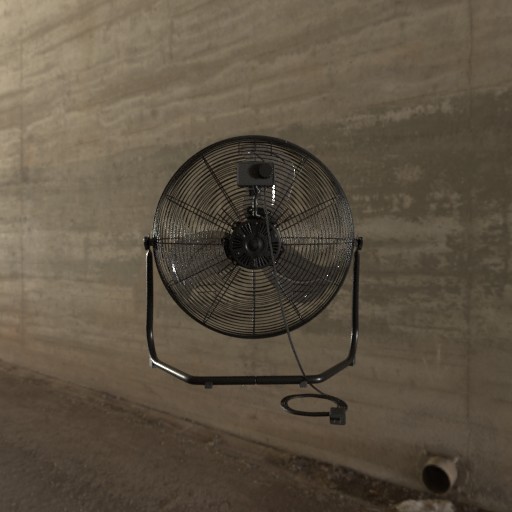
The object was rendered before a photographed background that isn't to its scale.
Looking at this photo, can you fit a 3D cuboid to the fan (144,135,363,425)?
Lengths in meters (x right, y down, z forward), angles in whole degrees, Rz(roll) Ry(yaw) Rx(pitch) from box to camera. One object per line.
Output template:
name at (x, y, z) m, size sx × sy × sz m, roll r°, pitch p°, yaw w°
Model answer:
fan at (0.000, 0.000, 1.013) m, size 0.595 × 0.605 × 0.470 m, roll 0°, pitch 1°, yaw -2°
